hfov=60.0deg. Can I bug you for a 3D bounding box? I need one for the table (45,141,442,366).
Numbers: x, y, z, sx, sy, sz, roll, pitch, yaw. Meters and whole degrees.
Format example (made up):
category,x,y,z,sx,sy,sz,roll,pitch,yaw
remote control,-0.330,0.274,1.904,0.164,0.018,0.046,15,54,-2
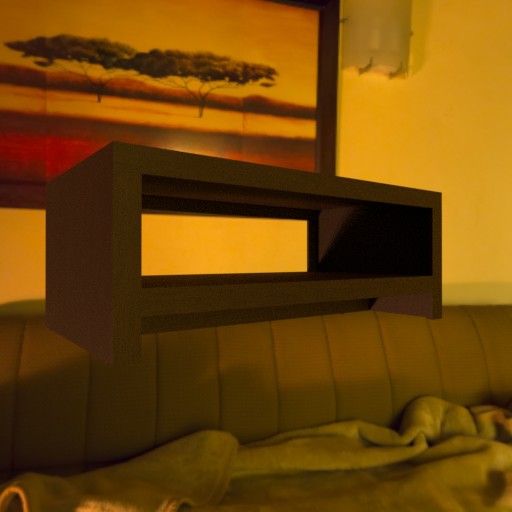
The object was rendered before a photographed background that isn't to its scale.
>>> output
category,x,y,z,sx,sy,sz,roll,pitch,yaw
table,0.000,0.000,1.390,1.099,0.424,0.597,0,0,-36
